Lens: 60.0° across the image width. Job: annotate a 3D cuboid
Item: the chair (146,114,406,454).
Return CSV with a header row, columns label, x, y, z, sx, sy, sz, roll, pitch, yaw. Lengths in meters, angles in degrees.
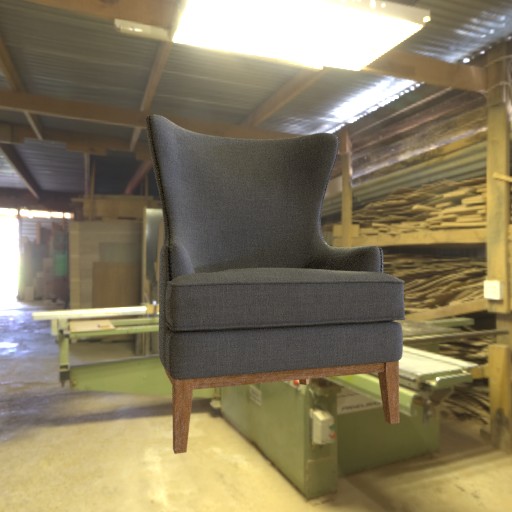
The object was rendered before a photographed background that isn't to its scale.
label,x,y,z,sx,sy,sz,roll,pitch,yaw
chair,0.000,0.000,1.817,0.864,1.176,0.883,0,-1,-19
